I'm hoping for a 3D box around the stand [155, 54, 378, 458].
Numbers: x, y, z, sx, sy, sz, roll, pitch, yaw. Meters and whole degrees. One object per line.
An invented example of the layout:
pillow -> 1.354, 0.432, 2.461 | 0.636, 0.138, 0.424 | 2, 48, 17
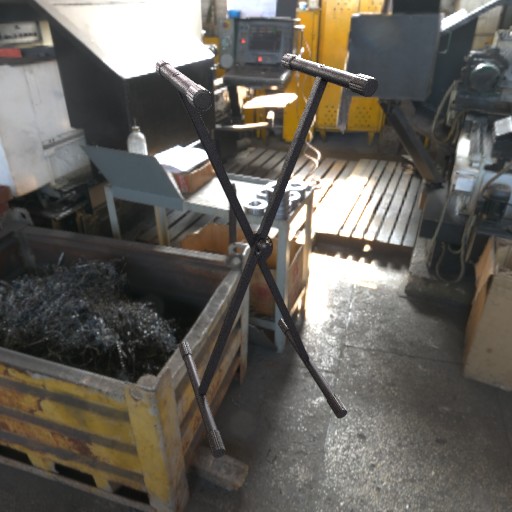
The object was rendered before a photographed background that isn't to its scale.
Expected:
stand -> 0.000, 0.000, 1.189 | 0.409, 0.940, 0.449 | -11, 33, -17
